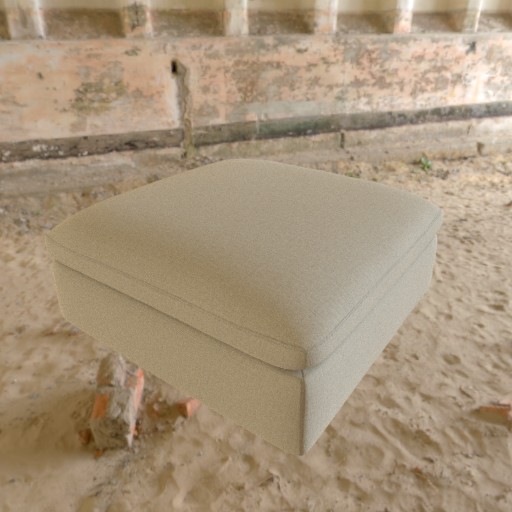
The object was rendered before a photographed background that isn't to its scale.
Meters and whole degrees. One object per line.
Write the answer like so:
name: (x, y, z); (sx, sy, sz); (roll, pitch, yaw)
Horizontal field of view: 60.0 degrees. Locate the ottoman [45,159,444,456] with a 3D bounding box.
ottoman: (0.000, 0.000, 1.509); (0.977, 0.467, 0.996); (19, 33, 32)
